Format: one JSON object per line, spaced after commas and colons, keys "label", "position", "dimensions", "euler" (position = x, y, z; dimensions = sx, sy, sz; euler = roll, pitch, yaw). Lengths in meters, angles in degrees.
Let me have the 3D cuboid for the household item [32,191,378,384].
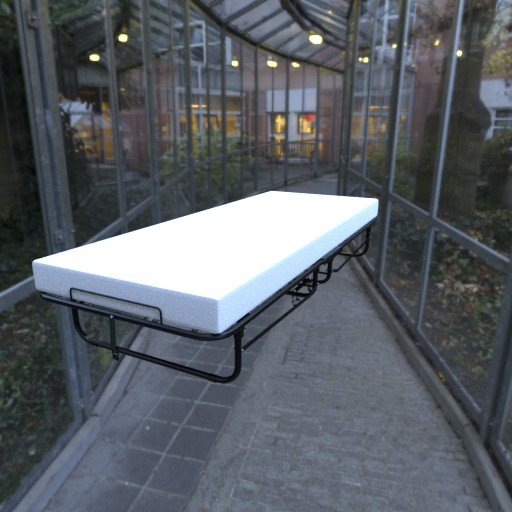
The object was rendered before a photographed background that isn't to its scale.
{"label": "household item", "position": [0.000, 0.000, 2.164], "dimensions": [0.787, 0.356, 1.905], "euler": [8, 18, 26]}
